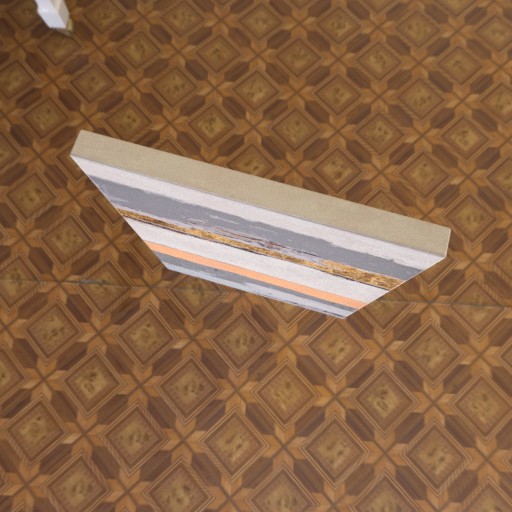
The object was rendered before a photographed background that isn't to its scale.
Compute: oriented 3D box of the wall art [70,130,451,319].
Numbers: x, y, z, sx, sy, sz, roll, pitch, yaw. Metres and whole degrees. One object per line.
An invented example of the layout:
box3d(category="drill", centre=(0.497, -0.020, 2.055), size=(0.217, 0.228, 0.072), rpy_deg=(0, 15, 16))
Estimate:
box3d(category="wall art", centre=(0.000, 0.000, 0.813), size=(0.456, 0.609, 0.038), rpy_deg=(16, 76, 4))
